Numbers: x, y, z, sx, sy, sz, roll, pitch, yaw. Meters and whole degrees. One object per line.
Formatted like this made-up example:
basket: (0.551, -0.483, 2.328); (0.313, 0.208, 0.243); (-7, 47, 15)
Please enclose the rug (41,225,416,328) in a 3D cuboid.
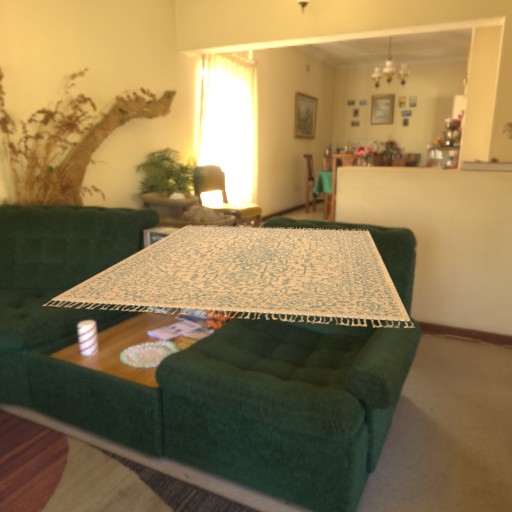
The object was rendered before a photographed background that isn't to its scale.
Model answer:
rug: (0.000, 0.000, 4.405); (2.464, 0.010, 3.327); (2, 14, 9)
